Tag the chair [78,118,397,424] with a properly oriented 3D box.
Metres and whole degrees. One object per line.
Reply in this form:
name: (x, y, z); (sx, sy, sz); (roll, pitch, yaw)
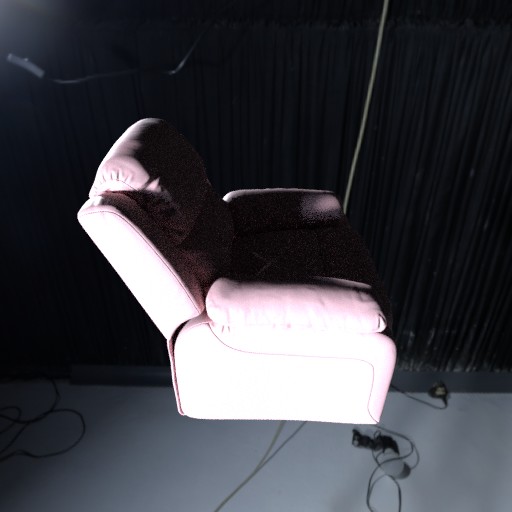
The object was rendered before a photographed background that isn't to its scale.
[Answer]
chair: (0.000, 0.000, 1.242); (0.709, 0.702, 0.680); (0, 31, 0)
